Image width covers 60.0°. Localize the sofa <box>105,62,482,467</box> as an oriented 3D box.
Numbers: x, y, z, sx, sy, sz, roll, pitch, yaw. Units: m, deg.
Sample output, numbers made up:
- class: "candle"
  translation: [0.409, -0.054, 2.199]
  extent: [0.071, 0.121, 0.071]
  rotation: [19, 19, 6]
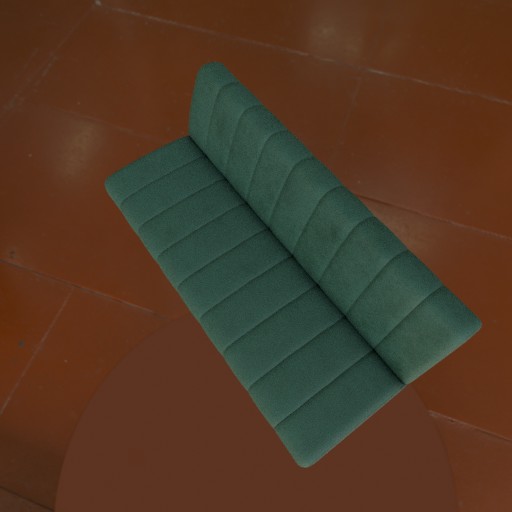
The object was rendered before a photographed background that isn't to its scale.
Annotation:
- class: "sofa"
  translation: [0.000, 0.000, 2.226]
  extent: [0.830, 0.820, 1.810]
  rotation: [-33, 67, -16]
